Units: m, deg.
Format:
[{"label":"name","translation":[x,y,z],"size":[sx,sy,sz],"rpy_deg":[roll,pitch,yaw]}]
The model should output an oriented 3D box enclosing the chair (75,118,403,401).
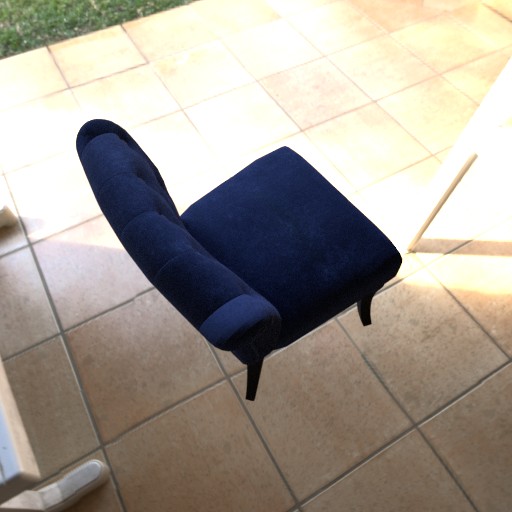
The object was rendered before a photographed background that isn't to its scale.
[{"label":"chair","translation":[0.000,0.000,1.175],"size":[0.606,0.753,0.585],"rpy_deg":[-32,63,-18]}]
